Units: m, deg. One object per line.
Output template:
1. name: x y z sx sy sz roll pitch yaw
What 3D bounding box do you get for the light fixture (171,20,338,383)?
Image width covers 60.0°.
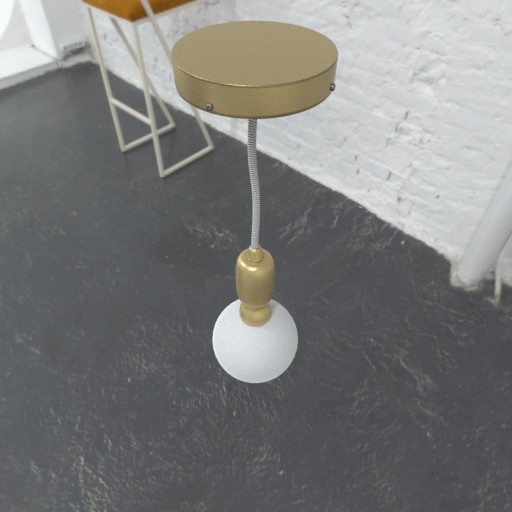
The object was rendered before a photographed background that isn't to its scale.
1. light fixture: 0.000 0.000 0.564 0.146 0.510 0.147 17 48 16
